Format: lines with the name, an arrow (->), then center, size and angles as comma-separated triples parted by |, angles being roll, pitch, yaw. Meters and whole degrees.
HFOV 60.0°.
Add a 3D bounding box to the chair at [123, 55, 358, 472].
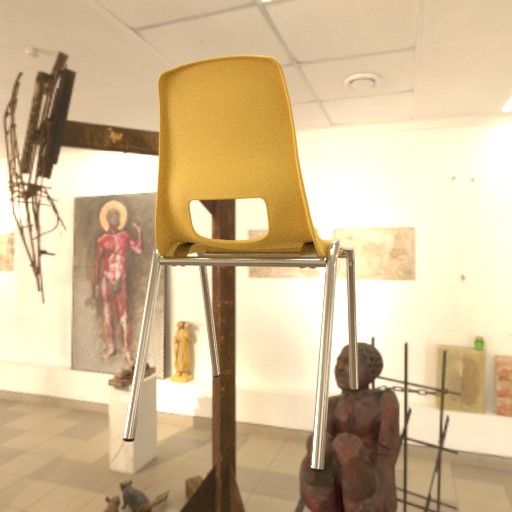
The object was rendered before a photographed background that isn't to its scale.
chair -> 0.000, 0.000, 0.922 | 0.381, 0.653, 0.436 | 0, 1, 18
